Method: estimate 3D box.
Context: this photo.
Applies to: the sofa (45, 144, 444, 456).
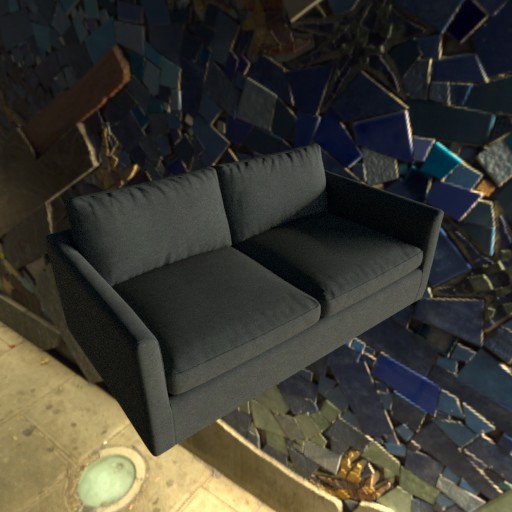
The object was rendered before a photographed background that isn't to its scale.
[{"bbox_3d":[0.000,0.000,2.487,1.909,0.845,1.091,-21,35,-33],"label":"sofa"}]
